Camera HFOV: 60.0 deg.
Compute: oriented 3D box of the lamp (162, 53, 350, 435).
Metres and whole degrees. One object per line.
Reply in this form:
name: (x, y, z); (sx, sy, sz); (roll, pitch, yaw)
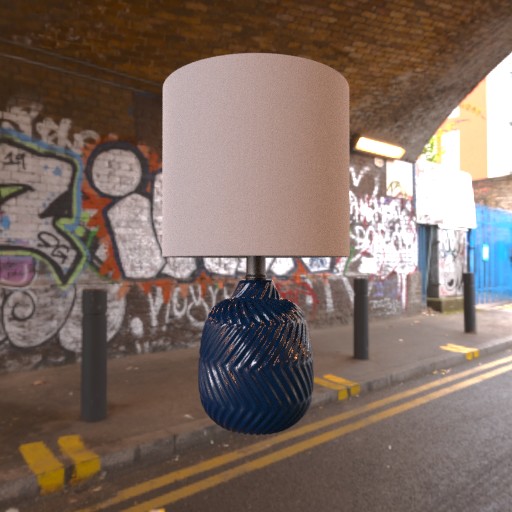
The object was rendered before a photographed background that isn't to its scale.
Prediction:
lamp: (0.000, 0.000, 0.491); (0.203, 0.368, 0.203); (0, -1, 0)
